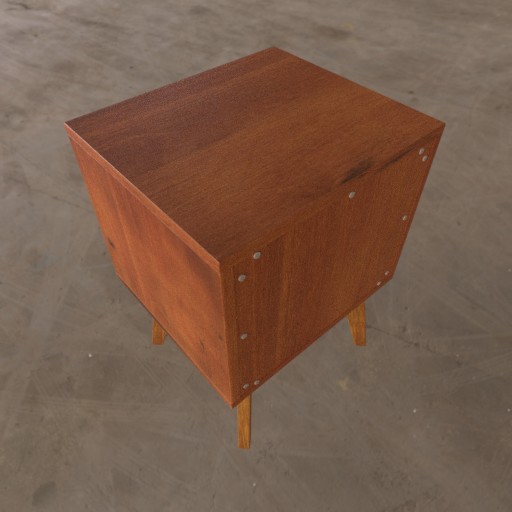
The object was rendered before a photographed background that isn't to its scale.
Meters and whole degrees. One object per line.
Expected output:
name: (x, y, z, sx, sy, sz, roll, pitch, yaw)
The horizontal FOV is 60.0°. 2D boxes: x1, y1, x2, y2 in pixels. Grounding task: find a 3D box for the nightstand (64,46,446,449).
nightstand: (0.000, 0.000, 0.932, 0.460, 0.618, 0.411, -33, 55, -27)
